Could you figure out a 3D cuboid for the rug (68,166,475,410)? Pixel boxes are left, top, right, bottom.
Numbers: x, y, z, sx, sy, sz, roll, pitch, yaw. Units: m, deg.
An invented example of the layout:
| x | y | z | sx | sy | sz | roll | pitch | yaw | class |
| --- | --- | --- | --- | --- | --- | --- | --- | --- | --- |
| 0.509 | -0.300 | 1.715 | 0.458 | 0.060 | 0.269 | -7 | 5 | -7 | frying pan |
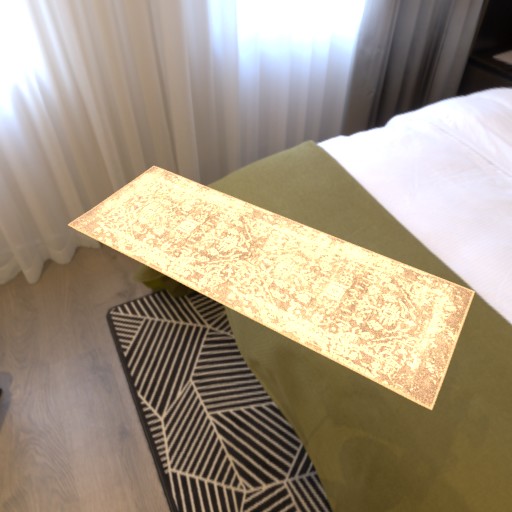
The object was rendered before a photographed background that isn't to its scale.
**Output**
| x | y | z | sx | sy | sz | roll | pitch | yaw | class |
| --- | --- | --- | --- | --- | --- | --- | --- | --- | --- |
| 0.000 | 0.000 | 2.759 | 2.452 | 0.017 | 0.855 | 24 | 49 | 22 | rug |
